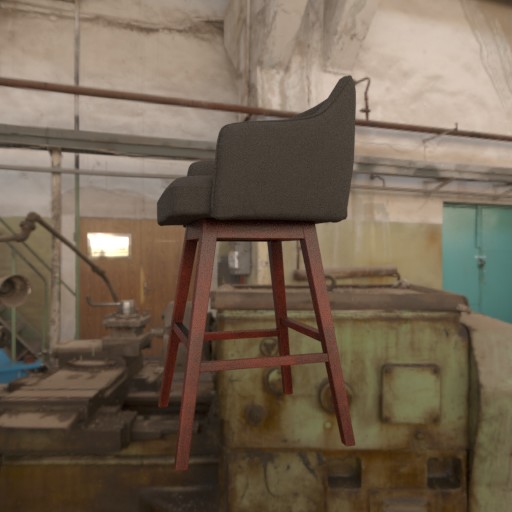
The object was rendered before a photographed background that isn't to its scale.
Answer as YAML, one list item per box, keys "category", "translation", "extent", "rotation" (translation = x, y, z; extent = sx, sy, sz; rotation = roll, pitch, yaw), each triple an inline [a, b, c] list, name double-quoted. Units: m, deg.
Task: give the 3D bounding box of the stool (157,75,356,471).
- category: "stool"
  translation: [0.000, 0.000, 1.346]
  extent: [0.558, 1.012, 0.548]
  rotation: [0, 1, -17]
